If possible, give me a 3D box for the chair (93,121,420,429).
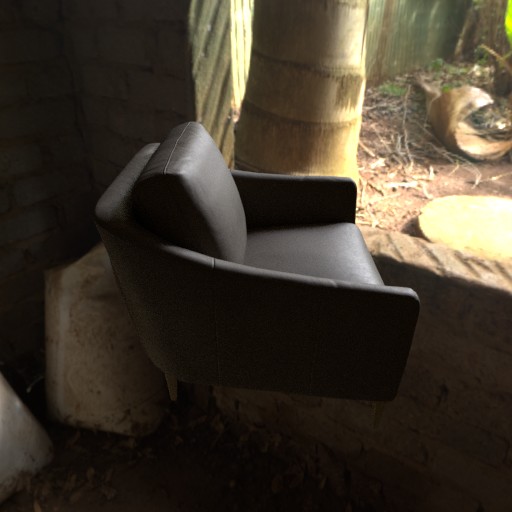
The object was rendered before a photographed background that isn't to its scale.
[{"bbox_3d":[0.000,0.000,1.719,0.961,0.901,0.988,0,29,0],"label":"chair"}]
